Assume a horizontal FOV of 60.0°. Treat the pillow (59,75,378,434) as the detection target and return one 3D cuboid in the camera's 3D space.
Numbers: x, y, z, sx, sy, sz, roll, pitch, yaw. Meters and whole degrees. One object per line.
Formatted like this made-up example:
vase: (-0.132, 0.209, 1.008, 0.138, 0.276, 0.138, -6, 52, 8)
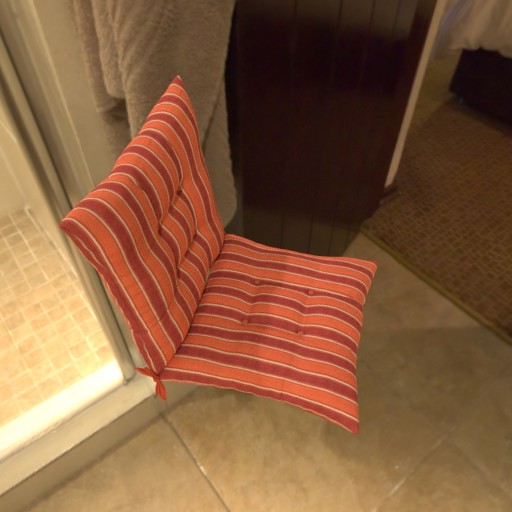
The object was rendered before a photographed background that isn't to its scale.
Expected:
pillow: (0.000, 0.000, 0.987, 0.585, 0.536, 0.541, 11, 49, 10)
